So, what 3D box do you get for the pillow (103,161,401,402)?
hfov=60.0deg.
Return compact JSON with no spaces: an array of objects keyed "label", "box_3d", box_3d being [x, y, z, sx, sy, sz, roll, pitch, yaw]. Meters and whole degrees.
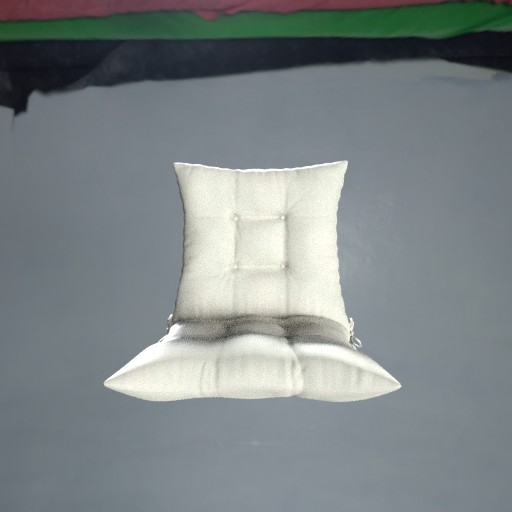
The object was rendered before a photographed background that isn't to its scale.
[{"label":"pillow","box_3d":[0.000,0.000,1.029,0.541,0.536,0.585,0,1,2]}]
